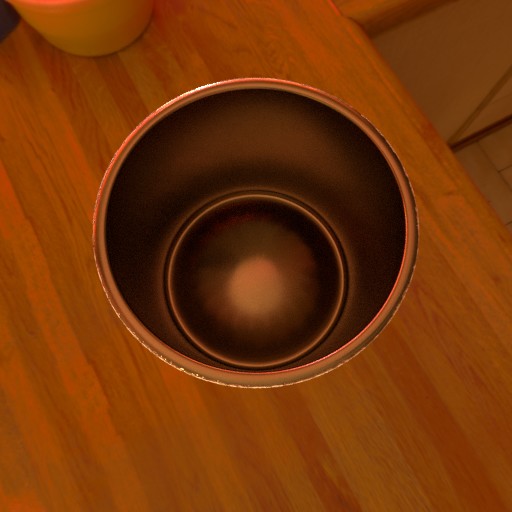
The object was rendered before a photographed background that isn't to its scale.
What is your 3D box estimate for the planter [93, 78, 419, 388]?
[{"bbox_3d":[0.000,0.000,0.390,0.221,0.201,0.221,0,75,0],"label":"planter"}]
